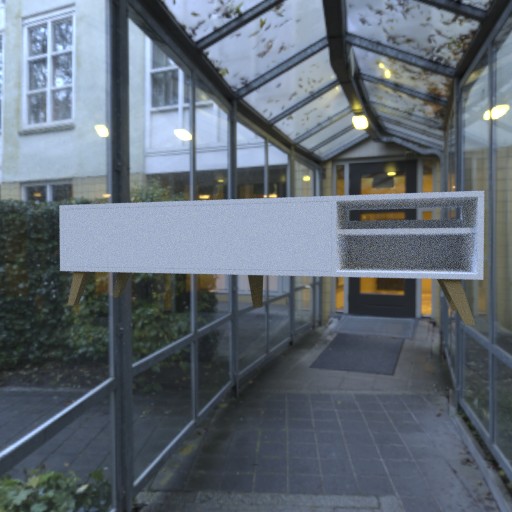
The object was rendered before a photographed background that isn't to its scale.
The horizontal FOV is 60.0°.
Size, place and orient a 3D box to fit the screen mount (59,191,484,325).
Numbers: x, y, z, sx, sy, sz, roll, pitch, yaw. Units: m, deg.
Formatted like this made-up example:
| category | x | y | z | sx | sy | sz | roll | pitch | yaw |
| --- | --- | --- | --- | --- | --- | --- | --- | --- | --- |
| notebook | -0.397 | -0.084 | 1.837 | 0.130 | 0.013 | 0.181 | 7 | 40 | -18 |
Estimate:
| category | x | y | z | sx | sy | sz | roll | pitch | yaw |
| --- | --- | --- | --- | --- | --- | --- | --- | --- | --- |
| screen mount | 0.000 | 0.000 | 1.847 | 1.644 | 0.432 | 0.399 | 0 | 1 | 18 |
